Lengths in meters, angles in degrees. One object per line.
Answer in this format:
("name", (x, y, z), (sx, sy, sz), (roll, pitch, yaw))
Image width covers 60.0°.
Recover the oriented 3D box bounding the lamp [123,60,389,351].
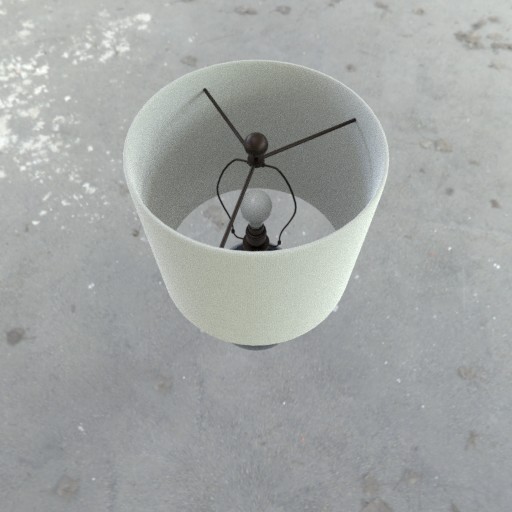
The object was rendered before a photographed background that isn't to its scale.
("lamp", (0.000, 0.000, 0.784), (0.329, 0.570, 0.329), (14, 60, 8))
